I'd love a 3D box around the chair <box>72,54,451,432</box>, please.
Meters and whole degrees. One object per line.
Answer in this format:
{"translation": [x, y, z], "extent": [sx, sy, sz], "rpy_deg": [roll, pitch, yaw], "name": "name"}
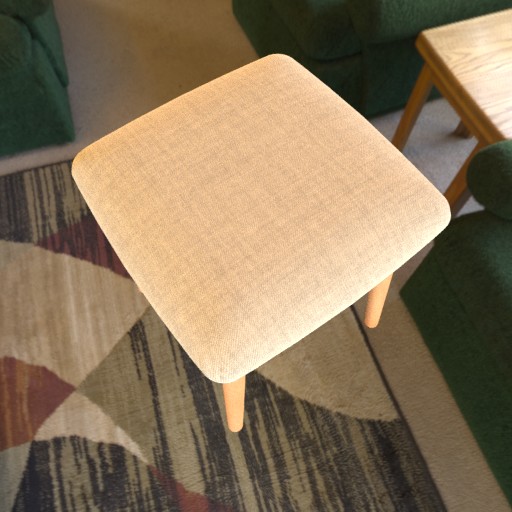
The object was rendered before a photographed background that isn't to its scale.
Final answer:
{"translation": [0.000, 0.000, 0.682], "extent": [0.350, 0.440, 0.350], "rpy_deg": [-33, 68, -15], "name": "chair"}
